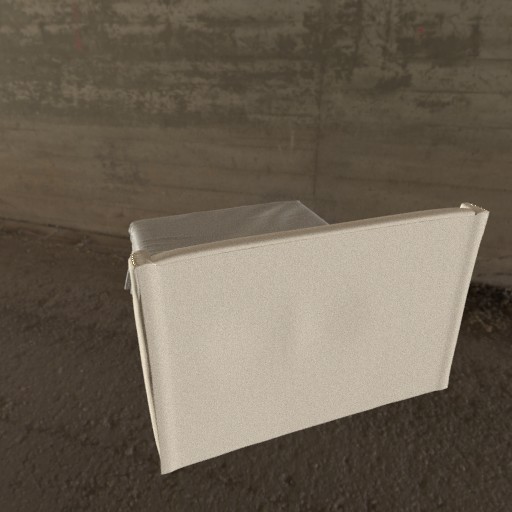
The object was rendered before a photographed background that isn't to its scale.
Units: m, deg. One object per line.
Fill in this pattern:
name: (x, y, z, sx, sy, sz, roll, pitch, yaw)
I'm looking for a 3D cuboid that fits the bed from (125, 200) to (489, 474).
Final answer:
bed: (0.000, 0.000, 3.348, 1.925, 1.332, 2.276, -9, 28, -18)
